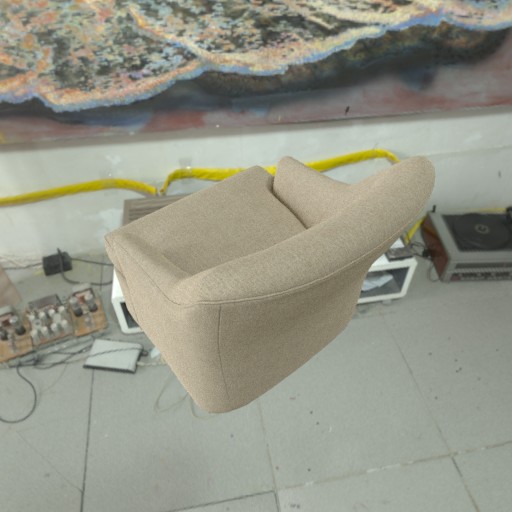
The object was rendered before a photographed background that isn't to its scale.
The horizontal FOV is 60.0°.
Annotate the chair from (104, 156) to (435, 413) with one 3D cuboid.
[{"bbox_3d":[0.000,0.000,1.589,0.864,0.856,0.923,-30,52,-27],"label":"chair"}]
